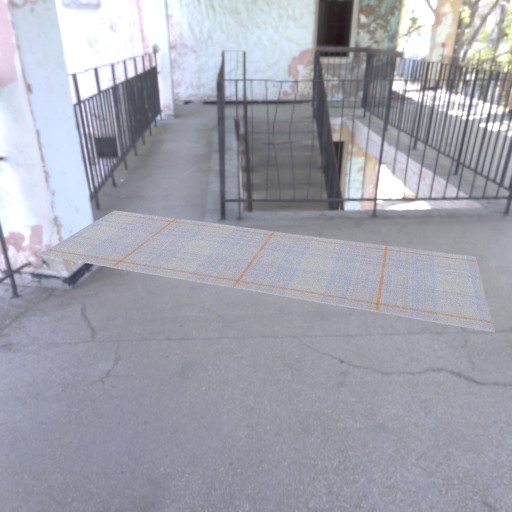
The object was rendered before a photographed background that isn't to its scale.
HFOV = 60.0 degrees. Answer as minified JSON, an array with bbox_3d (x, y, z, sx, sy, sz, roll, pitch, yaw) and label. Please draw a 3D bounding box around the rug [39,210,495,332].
[{"bbox_3d":[0.000,0.000,2.597,2.442,0.016,0.770,8,28,16],"label":"rug"}]
